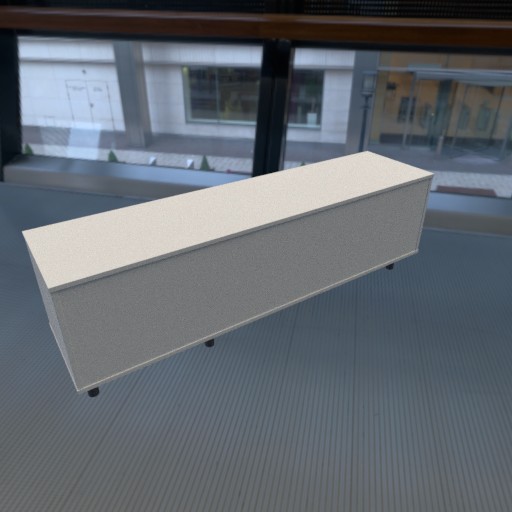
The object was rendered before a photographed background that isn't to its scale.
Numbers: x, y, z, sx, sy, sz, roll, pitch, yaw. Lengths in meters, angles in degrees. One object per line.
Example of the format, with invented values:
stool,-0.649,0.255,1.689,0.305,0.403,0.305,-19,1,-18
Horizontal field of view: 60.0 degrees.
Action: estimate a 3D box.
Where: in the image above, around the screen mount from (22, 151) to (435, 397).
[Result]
screen mount,0.000,0.000,1.838,1.600,0.520,0.418,-19,35,-29
